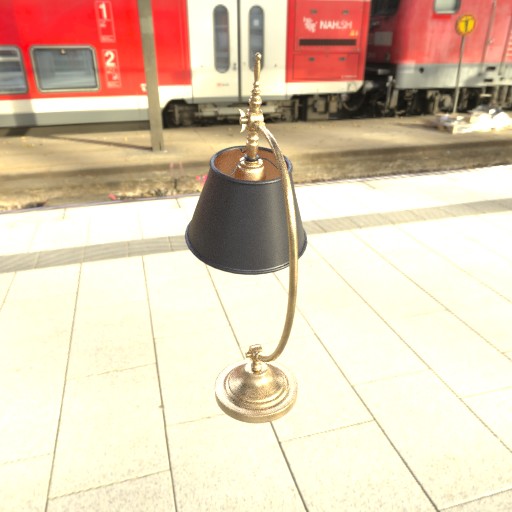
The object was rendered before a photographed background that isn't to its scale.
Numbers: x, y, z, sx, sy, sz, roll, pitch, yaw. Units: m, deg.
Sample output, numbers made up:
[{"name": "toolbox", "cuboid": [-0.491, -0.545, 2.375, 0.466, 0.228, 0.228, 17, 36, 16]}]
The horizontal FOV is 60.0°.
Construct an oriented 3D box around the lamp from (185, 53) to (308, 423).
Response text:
[{"name": "lamp", "cuboid": [0.000, 0.000, 0.810, 0.235, 0.675, 0.344, -8, 27, -16]}]
